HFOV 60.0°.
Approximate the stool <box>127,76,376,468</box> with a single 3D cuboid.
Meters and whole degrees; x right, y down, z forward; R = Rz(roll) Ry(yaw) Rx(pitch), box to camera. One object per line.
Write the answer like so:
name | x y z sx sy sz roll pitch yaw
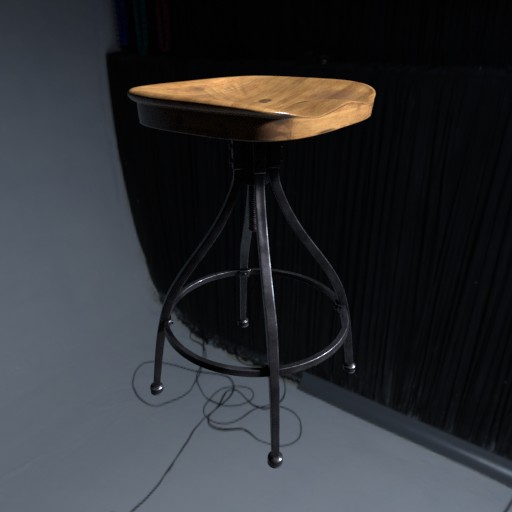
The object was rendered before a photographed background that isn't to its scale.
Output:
stool | 0.000 0.000 0.960 0.424 0.694 0.432 18 31 32
